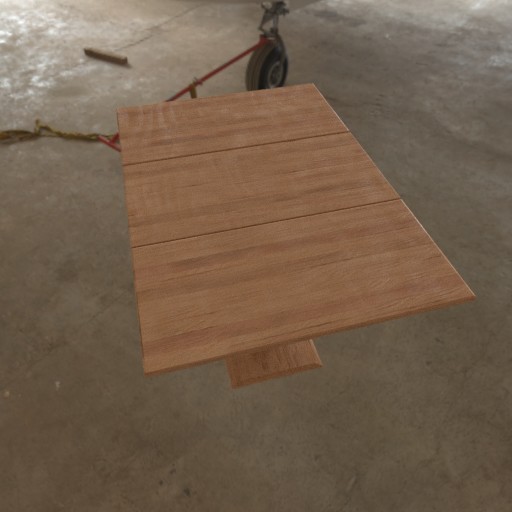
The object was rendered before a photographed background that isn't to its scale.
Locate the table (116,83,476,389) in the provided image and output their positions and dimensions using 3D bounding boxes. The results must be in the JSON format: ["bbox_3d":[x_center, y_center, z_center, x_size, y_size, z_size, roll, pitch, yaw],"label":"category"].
[{"bbox_3d":[0.000,0.000,1.840,0.900,0.770,1.300,-11,48,-10],"label":"table"}]
